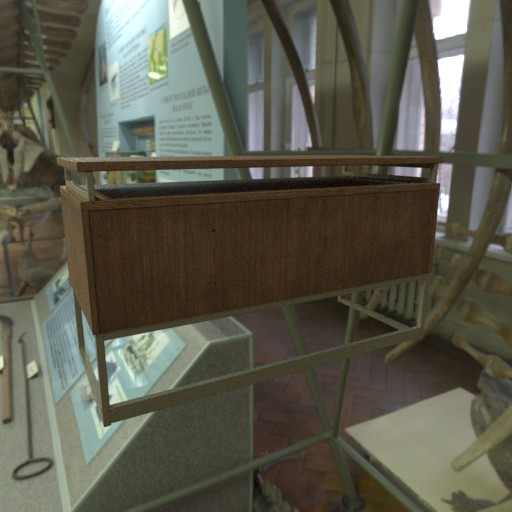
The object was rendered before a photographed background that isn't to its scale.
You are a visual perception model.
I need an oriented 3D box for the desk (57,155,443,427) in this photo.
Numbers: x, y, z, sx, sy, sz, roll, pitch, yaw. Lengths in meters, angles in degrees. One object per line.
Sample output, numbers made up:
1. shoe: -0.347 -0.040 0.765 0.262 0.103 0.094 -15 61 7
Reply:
1. desk: 0.000 0.000 1.822 1.384 0.792 0.610 -7 15 -27
